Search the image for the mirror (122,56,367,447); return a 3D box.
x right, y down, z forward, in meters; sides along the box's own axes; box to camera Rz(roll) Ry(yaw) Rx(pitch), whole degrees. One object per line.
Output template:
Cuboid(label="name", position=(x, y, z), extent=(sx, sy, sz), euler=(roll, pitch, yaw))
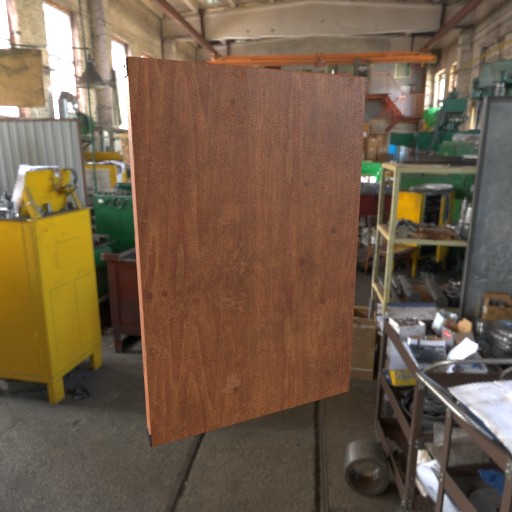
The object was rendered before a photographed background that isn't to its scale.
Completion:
Cuboid(label="mirror", position=(0.000, 0.000, 0.970), extent=(0.517, 0.761, 0.053), euler=(-7, 15, -25))
